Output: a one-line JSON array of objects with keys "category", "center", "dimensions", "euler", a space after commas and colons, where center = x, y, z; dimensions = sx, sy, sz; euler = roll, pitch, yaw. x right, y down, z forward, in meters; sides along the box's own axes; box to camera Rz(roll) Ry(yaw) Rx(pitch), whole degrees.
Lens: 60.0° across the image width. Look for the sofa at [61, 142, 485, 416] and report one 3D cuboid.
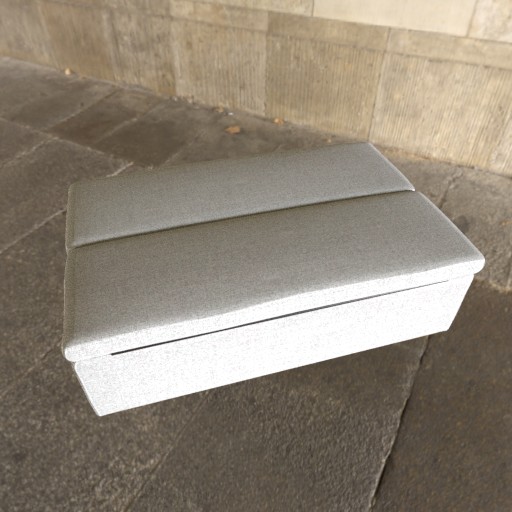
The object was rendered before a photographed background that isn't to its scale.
[{"category": "sofa", "center": [0.000, 0.000, 1.630], "dimensions": [1.250, 0.434, 0.817], "euler": [-11, 43, -12]}]
